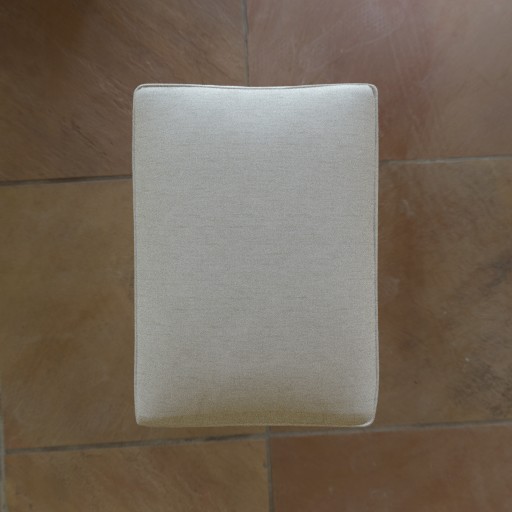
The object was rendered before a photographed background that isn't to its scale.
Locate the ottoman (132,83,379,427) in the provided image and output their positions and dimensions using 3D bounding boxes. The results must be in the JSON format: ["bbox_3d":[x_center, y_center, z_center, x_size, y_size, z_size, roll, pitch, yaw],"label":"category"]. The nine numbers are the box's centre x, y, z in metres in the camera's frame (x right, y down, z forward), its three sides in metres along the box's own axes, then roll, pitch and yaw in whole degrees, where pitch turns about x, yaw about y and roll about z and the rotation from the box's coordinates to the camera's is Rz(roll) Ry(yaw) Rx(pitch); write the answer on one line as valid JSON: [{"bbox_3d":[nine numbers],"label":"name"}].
[{"bbox_3d":[0.000,0.000,0.978,0.501,0.406,0.665,0,91,0],"label":"ottoman"}]
